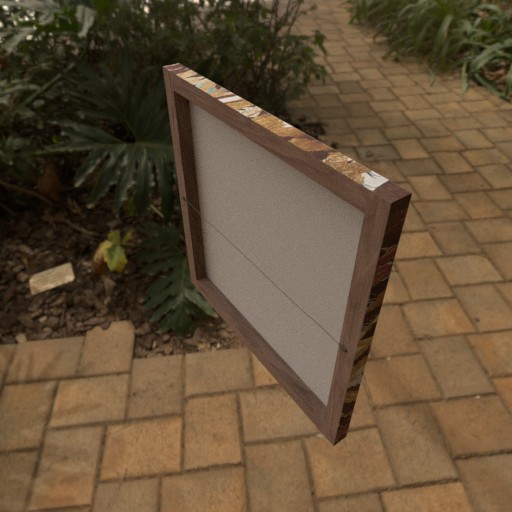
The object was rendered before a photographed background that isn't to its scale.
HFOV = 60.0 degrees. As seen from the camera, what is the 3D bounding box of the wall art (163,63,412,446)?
[{"bbox_3d":[0.000,0.000,0.927,0.041,0.613,0.609,-25,47,-26],"label":"wall art"}]
